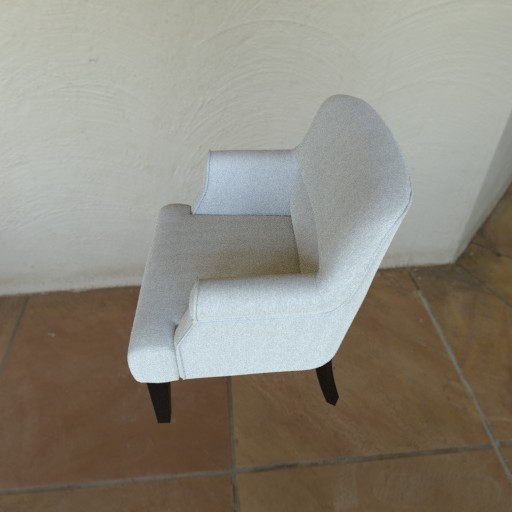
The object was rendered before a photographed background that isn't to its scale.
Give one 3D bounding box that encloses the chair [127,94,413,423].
[{"bbox_3d":[0.000,0.000,1.462,0.750,0.875,0.781,-1,41,-2],"label":"chair"}]
